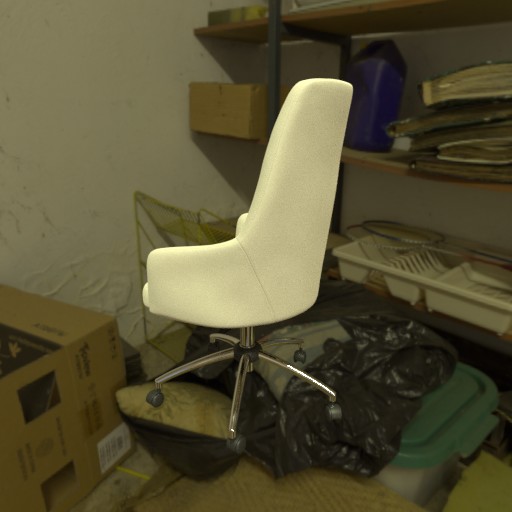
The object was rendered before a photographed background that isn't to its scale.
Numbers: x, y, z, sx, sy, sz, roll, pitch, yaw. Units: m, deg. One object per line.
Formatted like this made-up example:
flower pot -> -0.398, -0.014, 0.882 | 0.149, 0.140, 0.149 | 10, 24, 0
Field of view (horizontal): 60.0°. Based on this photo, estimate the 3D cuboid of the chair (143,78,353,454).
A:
chair -> 0.000, 0.000, 1.451 | 0.640, 1.049, 0.620 | 8, 19, 24
